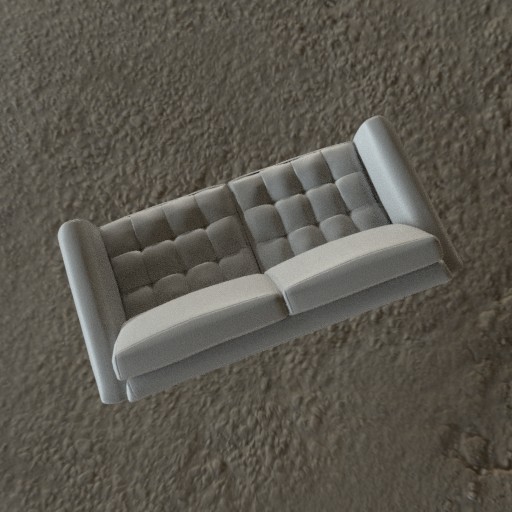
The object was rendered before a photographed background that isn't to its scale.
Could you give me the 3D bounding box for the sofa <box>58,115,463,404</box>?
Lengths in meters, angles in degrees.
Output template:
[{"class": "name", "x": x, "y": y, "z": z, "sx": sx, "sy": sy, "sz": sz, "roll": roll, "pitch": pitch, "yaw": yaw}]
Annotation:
[{"class": "sofa", "x": 0.000, "y": 0.000, "z": 2.695, "sx": 2.177, "sy": 0.930, "sz": 1.121, "roll": -20, "pitch": 77, "yaw": -5}]
